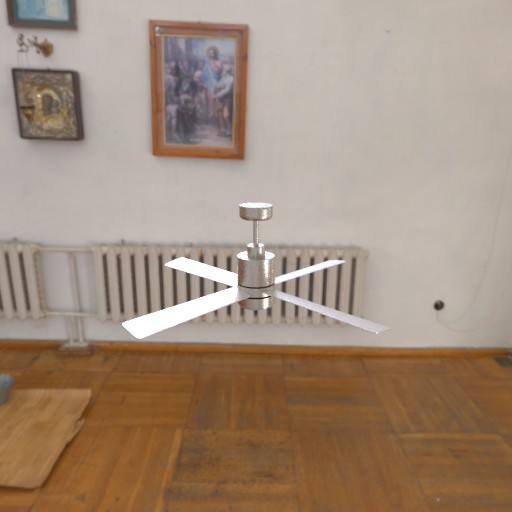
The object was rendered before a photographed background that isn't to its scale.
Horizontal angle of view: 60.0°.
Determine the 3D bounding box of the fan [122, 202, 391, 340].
[{"bbox_3d":[0.000,0.000,2.335,1.525,0.539,1.525,-15,21,-43],"label":"fan"}]
